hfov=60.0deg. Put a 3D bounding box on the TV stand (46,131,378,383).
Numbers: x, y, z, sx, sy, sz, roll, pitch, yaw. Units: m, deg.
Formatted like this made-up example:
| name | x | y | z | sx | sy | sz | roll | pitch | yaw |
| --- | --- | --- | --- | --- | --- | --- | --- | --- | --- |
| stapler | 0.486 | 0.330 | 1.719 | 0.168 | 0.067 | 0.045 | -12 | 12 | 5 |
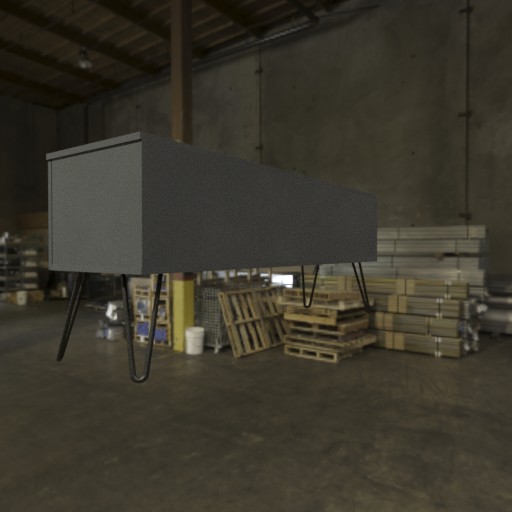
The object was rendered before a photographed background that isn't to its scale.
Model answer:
| name | x | y | z | sx | sy | sz | roll | pitch | yaw |
| --- | --- | --- | --- | --- | --- | --- | --- | --- | --- |
| TV stand | 0.000 | 0.000 | 1.649 | 0.400 | 0.560 | 1.400 | 1 | 1 | 36 |
